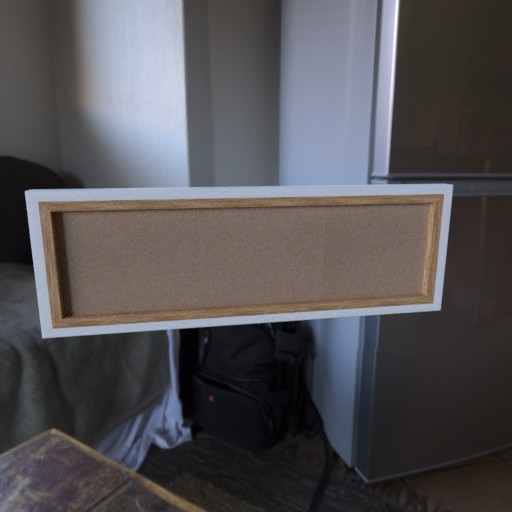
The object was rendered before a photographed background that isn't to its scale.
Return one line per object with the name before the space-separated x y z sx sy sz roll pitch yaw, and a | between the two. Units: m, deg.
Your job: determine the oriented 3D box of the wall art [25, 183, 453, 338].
wall art | 0.000 0.000 0.830 0.766 0.256 0.036 -2 14 -10
